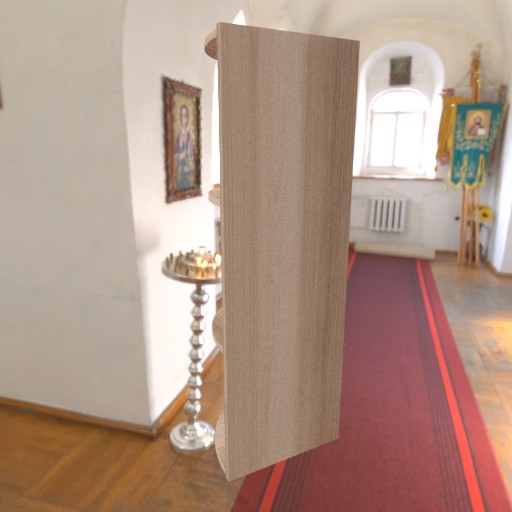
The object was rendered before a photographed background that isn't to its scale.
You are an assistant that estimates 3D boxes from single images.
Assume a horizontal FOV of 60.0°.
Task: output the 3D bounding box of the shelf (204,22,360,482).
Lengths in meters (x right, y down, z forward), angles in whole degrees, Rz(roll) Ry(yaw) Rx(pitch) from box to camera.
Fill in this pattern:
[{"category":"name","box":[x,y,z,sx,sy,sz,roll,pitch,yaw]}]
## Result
[{"category":"shelf","box":[0.000,0.000,1.005,0.290,0.872,0.290,-8,17,-28]}]
